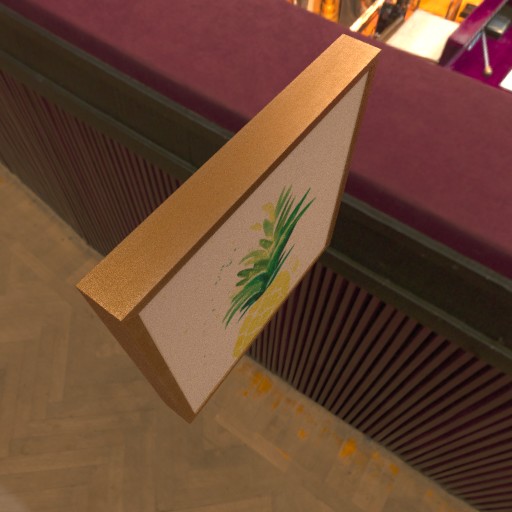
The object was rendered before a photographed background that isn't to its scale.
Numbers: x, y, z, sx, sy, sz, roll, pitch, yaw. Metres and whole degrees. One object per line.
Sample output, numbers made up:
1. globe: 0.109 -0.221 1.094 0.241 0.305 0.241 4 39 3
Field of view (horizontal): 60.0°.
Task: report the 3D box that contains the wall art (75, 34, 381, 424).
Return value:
1. wall art: 0.000 0.000 0.447 0.038 0.305 0.306 32 64 18
